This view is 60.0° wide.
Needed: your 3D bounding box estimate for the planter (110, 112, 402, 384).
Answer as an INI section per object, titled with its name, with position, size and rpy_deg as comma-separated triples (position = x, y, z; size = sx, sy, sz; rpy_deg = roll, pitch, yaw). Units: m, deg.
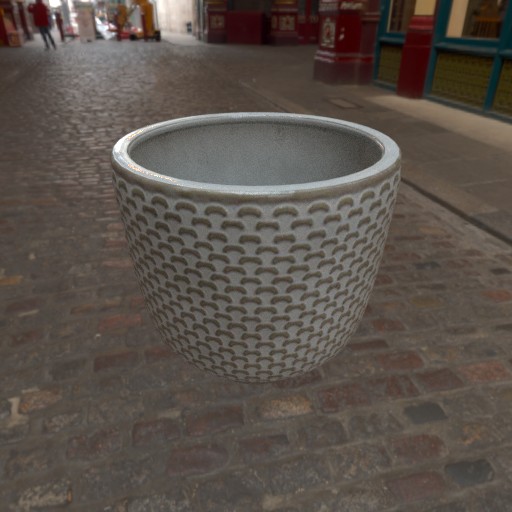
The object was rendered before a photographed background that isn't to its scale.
[planter]
position = 0.000, 0.000, 0.307
size = 0.173, 0.160, 0.173
rpy_deg = 0, 29, 0
